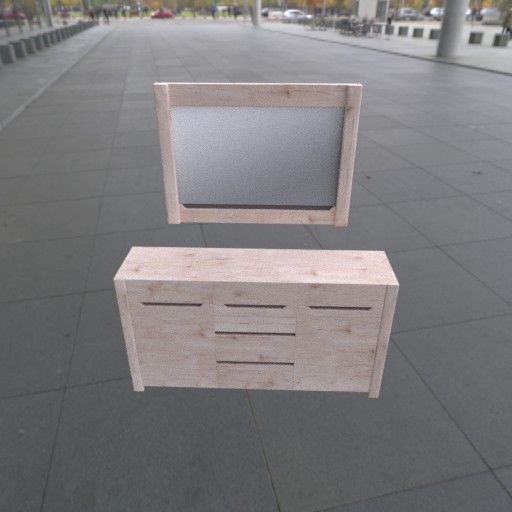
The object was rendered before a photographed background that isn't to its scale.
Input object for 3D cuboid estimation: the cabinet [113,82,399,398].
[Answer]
[{"bbox_3d":[0.000,0.000,2.780,1.700,1.981,0.420,1,29,2],"label":"cabinet"}]
